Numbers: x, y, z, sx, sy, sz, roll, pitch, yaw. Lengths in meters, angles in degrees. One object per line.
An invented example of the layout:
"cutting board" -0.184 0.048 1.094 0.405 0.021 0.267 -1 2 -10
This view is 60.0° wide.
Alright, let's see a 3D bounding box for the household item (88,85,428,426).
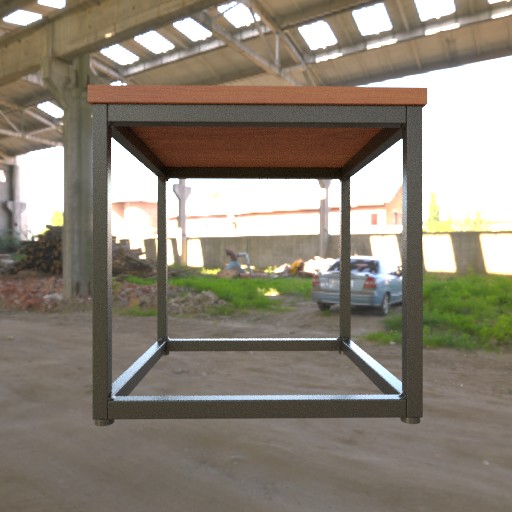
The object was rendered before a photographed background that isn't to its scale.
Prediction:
"household item" 0.000 0.000 0.721 0.400 0.400 0.400 0 0 -1
